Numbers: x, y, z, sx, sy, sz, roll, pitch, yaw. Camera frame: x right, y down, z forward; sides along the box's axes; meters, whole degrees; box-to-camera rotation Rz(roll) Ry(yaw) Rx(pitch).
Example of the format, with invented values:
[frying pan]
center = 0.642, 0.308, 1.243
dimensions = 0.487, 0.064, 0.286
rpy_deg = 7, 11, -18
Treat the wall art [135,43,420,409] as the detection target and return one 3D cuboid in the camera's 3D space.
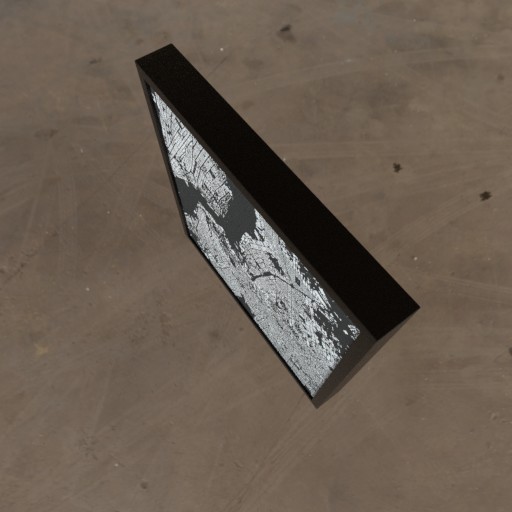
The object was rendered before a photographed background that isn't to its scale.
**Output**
[wall art]
center = 0.000, 0.000, 0.459
dimensions = 0.037, 0.299, 0.299
rpy_deg = -33, 68, -15
